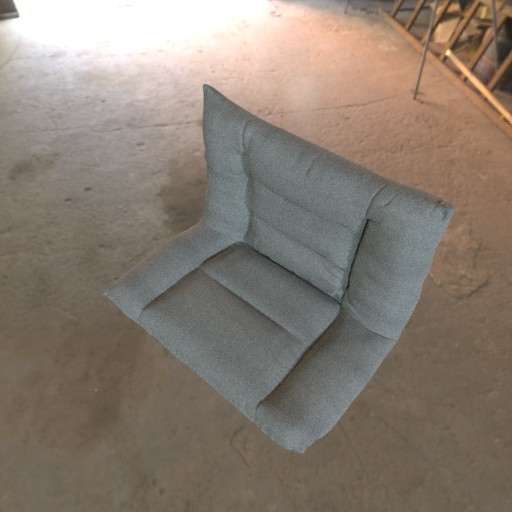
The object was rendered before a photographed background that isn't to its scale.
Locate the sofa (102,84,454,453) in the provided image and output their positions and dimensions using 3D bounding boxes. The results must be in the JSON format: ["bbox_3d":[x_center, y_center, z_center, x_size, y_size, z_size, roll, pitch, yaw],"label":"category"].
[{"bbox_3d":[0.000,0.000,1.736,1.144,0.795,0.847,32,55,26],"label":"sofa"}]
